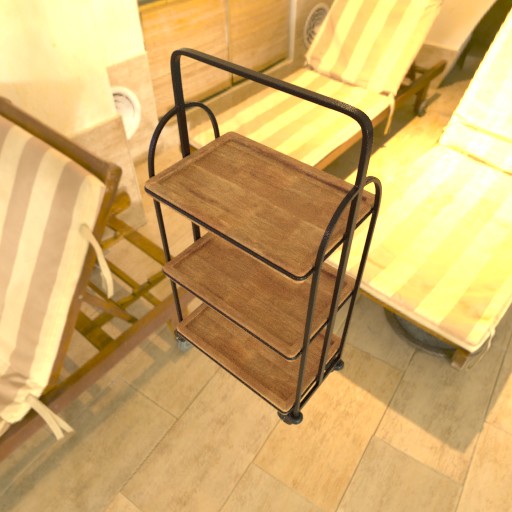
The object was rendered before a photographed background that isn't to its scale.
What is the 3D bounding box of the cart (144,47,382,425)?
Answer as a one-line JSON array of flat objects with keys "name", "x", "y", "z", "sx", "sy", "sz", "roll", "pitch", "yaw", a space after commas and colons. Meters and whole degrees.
[{"name": "cart", "x": 0.000, "y": 0.000, "z": 1.205, "sx": 0.553, "sy": 1.001, "sz": 0.327, "roll": 31, "pitch": 53, "yaw": 26}]
